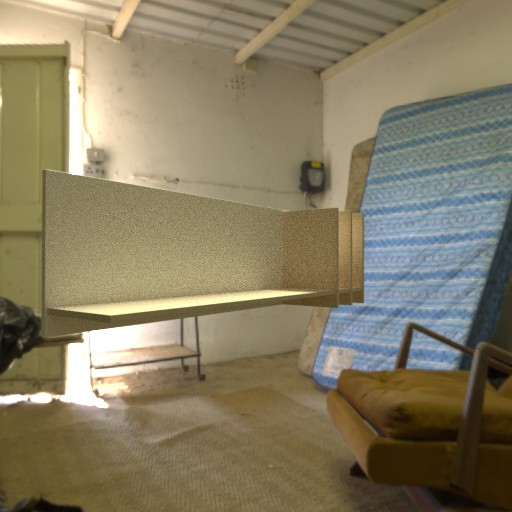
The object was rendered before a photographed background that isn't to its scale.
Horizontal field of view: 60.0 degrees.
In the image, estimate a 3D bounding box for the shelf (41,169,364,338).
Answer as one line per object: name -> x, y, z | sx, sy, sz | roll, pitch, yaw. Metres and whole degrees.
shelf -> 0.000, 0.000, 1.144 | 0.200, 0.300, 1.020 | -1, -1, 37
